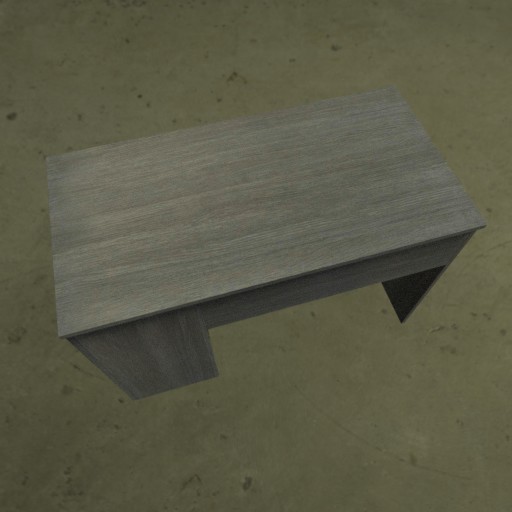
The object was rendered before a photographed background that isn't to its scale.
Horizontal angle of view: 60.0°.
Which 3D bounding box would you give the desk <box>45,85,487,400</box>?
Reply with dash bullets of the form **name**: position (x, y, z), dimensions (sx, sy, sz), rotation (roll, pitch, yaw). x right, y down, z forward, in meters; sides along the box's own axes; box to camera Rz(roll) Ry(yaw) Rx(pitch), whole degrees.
- **desk**: position (0.000, 0.000, 1.527), dimensions (1.096, 0.730, 0.560), rotation (-14, 61, -8)
